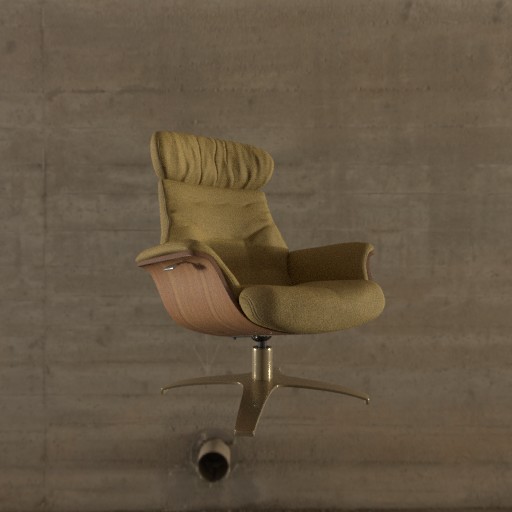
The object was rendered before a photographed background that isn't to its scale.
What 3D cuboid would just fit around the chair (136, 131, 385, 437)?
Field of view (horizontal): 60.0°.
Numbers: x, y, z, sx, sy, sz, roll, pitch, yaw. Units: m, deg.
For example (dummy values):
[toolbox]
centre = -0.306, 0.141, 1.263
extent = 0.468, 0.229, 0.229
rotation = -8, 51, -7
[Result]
[chair]
centre = 0.000, 0.000, 1.587
extent = 0.785, 0.995, 0.837
rotation = 0, 0, -35
